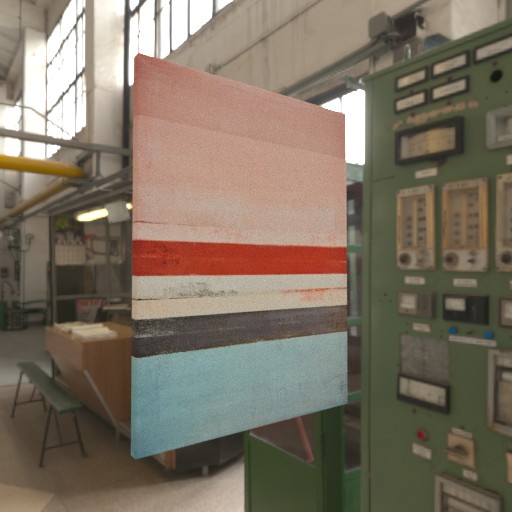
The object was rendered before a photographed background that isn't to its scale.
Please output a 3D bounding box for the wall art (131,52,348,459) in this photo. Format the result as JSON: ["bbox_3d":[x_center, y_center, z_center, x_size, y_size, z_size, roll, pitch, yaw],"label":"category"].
[{"bbox_3d":[0.000,0.000,1.345,0.761,1.016,0.039,1,-2,-36],"label":"wall art"}]
